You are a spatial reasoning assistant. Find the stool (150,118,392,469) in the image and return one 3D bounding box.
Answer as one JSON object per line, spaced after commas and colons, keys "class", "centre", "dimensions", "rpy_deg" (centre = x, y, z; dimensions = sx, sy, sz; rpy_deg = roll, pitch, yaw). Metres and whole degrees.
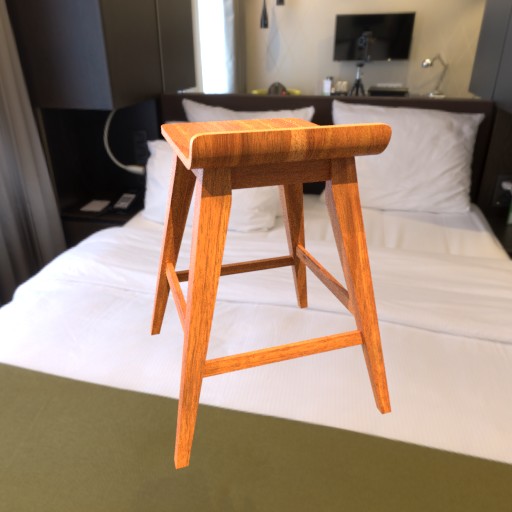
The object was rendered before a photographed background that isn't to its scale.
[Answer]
{"class": "stool", "centre": [0.000, 0.000, 1.035], "dimensions": [0.500, 0.650, 0.500], "rpy_deg": [-8, 27, -16]}
